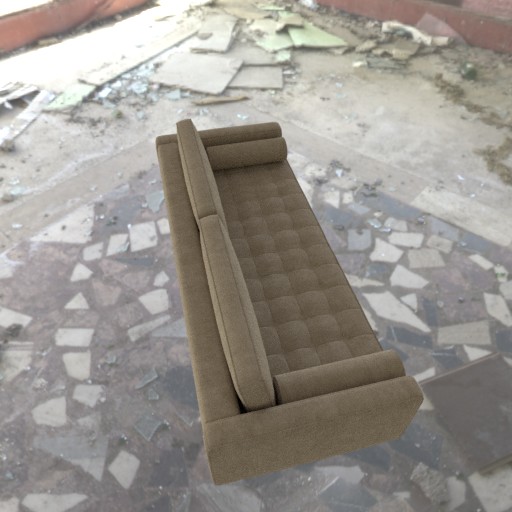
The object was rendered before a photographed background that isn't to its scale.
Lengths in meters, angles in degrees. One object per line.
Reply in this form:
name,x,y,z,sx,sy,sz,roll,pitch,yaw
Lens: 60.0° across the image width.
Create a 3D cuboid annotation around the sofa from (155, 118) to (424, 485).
sofa,0.000,0.000,2.558,0.919,0.770,2.200,-10,48,-9
